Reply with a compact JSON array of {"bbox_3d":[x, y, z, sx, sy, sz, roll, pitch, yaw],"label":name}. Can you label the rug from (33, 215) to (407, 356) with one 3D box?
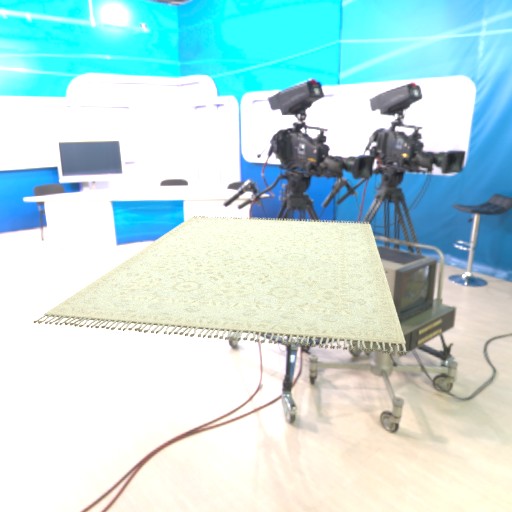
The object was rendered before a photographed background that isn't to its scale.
[{"bbox_3d":[0.000,0.000,2.230,1.223,0.015,1.771,3,17,10],"label":"rug"}]
